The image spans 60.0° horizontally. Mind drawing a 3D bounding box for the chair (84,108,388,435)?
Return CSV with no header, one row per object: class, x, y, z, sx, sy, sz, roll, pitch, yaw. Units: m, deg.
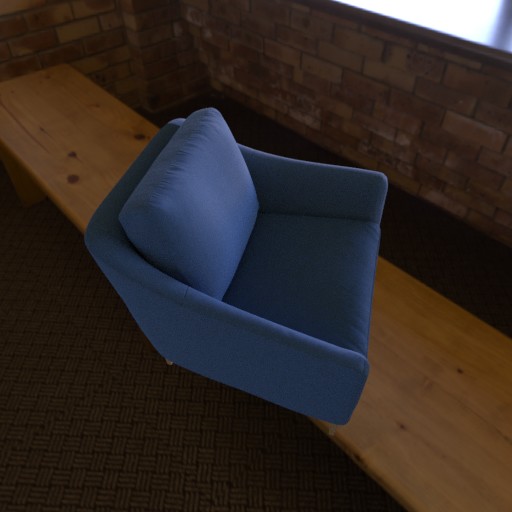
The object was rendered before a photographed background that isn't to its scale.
chair,0.000,0.000,1.768,0.961,0.899,0.987,11,47,10
